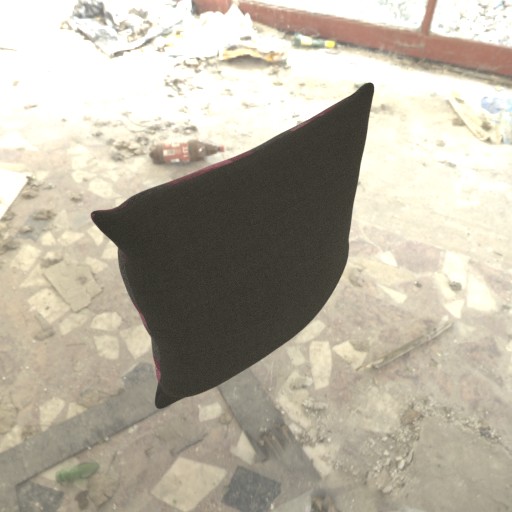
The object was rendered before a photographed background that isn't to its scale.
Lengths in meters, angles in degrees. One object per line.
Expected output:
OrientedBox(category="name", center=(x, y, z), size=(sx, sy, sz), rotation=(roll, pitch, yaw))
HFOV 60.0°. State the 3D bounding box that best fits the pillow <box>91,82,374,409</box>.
OrientedBox(category="pillow", center=(0.000, 0.000, 0.782), size=(0.503, 0.496, 0.208), rotation=(-31, 53, -27))
